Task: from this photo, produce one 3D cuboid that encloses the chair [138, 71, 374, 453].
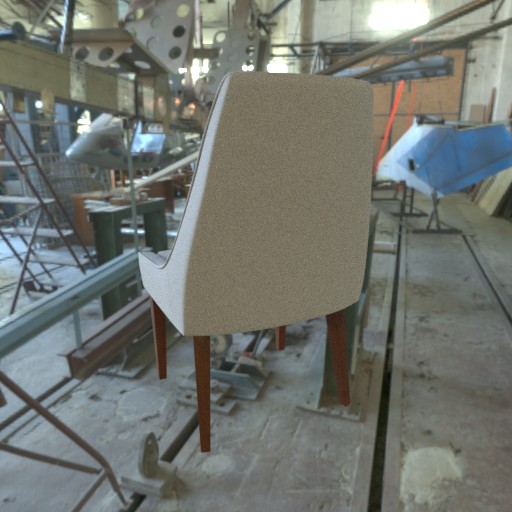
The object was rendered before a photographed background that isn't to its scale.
[{"bbox_3d":[0.000,0.000,1.204,0.529,0.861,0.544,-7,17,-26],"label":"chair"}]
